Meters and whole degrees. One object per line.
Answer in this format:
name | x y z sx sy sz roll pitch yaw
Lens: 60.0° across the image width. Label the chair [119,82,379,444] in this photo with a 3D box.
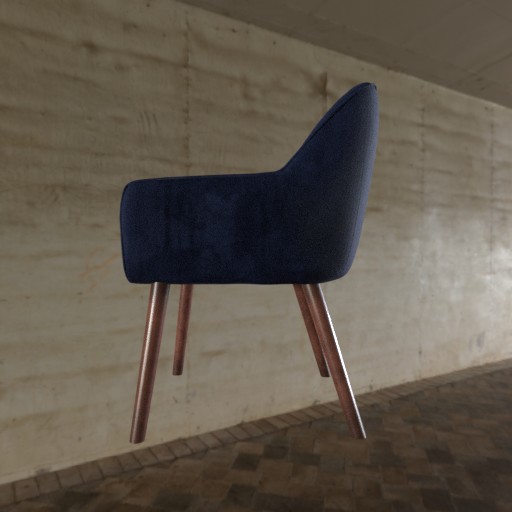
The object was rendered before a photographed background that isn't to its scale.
chair | 0.000 0.000 1.247 0.600 0.820 0.600 0 1 0
